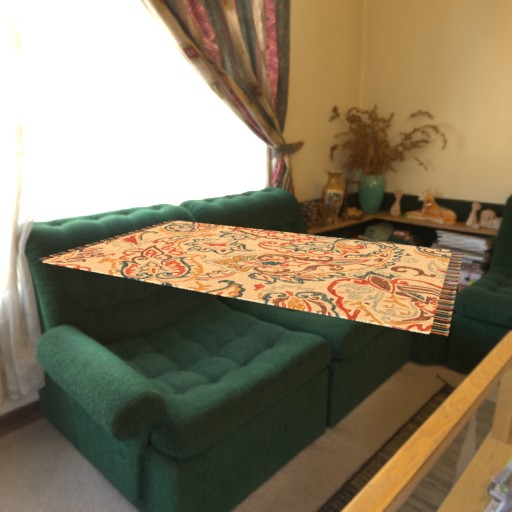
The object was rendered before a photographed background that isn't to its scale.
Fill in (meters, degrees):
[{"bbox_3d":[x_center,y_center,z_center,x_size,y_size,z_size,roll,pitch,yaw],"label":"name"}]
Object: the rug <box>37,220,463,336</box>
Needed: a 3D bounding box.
[{"bbox_3d":[0.000,0.000,3.097,2.584,0.010,1.523,8,18,25],"label":"rug"}]
